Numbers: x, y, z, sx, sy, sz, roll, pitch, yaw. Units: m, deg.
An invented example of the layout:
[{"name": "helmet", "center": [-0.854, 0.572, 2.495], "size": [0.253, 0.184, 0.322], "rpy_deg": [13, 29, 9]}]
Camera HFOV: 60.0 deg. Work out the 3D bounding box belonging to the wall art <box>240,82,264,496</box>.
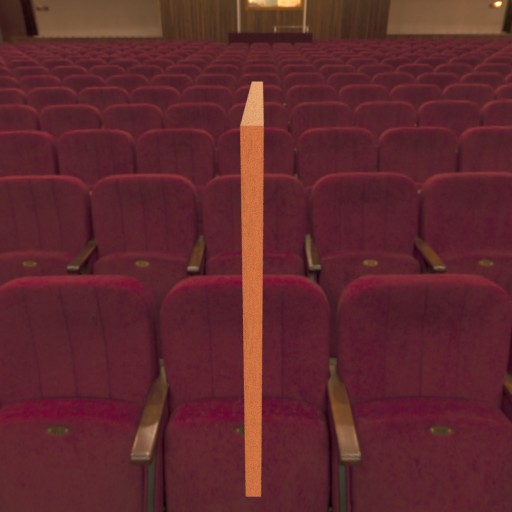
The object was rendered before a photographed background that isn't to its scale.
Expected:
[{"name": "wall art", "center": [0.000, 0.000, 1.486], "size": [0.045, 1.016, 1.016], "rpy_deg": [0, 26, 1]}]
